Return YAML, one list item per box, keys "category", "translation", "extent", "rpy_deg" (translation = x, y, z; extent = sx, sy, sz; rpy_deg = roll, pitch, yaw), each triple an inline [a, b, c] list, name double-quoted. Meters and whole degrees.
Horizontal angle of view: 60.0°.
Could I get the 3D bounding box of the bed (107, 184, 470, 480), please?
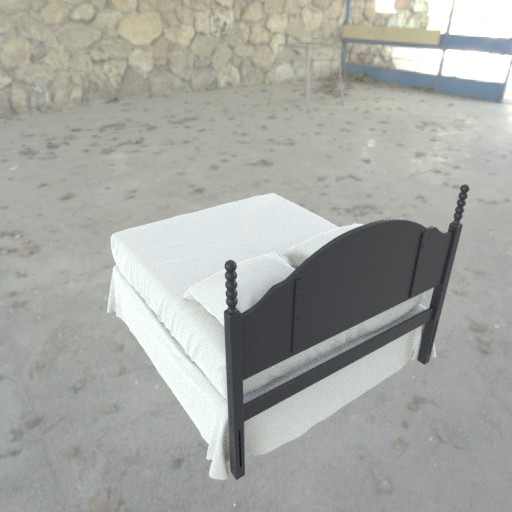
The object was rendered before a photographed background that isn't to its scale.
- category: "bed"
  translation: [0.000, 0.000, 3.221]
  extent: [1.873, 1.356, 2.040]
  rpy_deg: [-18, 34, -29]
